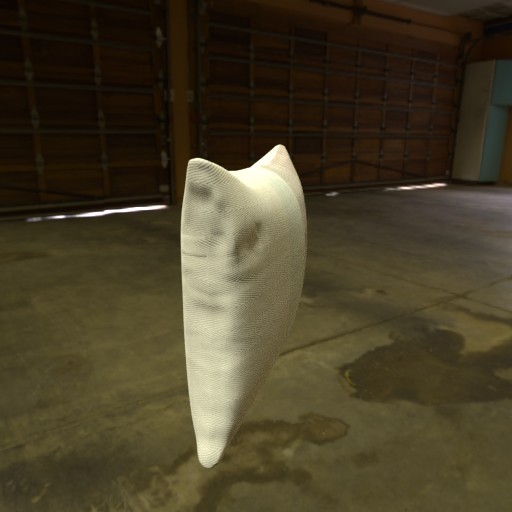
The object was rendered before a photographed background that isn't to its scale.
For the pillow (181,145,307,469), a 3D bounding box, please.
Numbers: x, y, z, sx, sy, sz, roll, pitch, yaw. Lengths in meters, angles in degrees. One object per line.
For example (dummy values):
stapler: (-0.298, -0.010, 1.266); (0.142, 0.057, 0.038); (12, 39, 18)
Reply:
pillow: (0.000, 0.000, 0.635); (0.139, 0.305, 0.506); (3, 15, 10)
